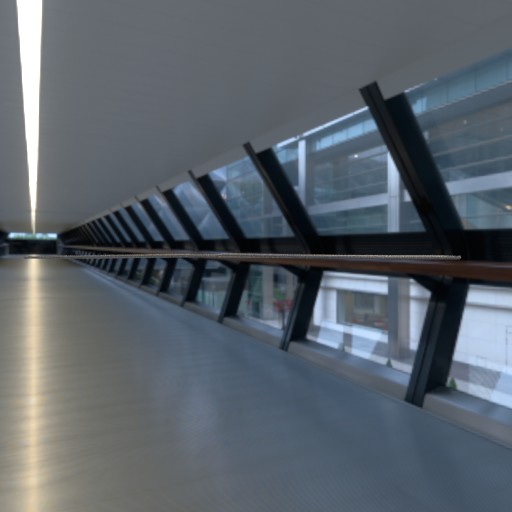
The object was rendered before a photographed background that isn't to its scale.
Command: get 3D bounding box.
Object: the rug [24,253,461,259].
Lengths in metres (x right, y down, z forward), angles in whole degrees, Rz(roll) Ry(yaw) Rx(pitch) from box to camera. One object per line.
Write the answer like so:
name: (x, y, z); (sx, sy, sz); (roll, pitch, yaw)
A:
rug: (0.000, 0.000, 2.947); (2.307, 0.030, 1.604); (0, 0, 18)
